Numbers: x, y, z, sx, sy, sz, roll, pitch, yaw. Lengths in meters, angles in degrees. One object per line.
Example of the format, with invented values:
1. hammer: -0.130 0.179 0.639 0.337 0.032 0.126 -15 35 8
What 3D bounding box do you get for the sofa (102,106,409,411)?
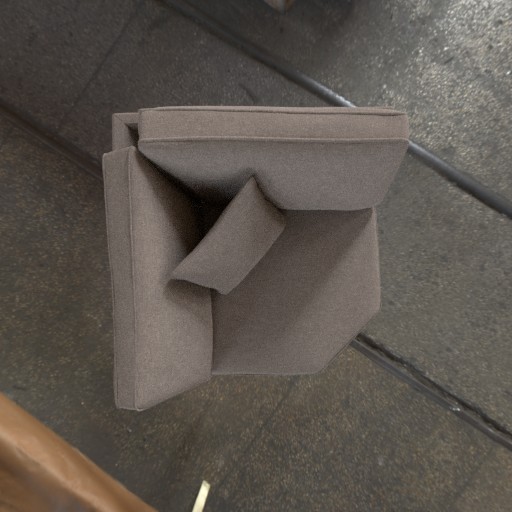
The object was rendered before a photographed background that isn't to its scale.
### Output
1. sofa: 0.000 0.000 1.881 1.042 0.951 1.050 0 89 2
